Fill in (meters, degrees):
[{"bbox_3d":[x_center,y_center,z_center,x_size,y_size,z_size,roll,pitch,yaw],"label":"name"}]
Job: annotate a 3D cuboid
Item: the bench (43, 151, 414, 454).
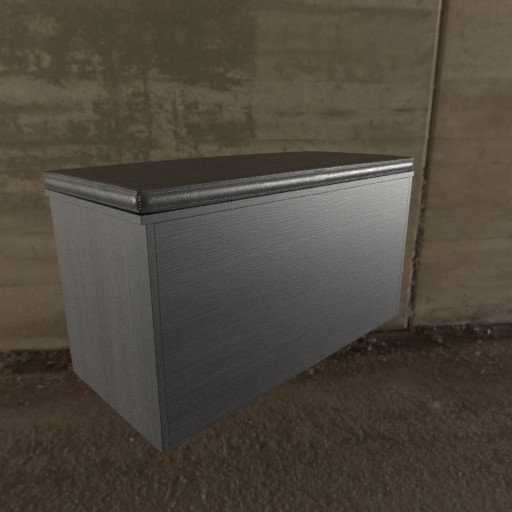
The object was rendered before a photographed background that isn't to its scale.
[{"bbox_3d":[0.000,0.000,1.191,0.905,0.501,0.401,-16,23,-42],"label":"bench"}]
